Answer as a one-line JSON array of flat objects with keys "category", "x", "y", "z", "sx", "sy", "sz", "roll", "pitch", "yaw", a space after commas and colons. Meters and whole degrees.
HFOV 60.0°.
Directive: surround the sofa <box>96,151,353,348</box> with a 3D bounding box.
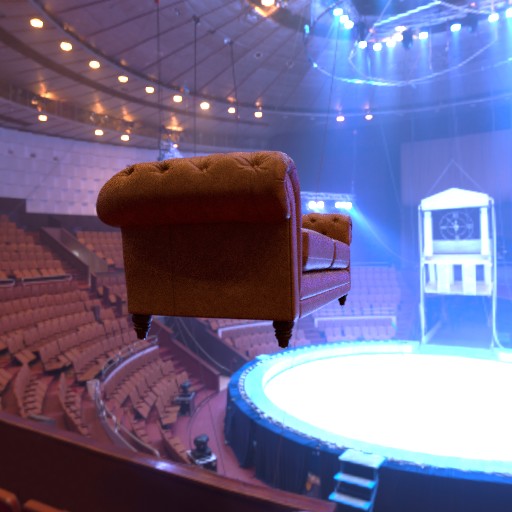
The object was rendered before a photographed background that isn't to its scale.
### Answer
[{"category": "sofa", "x": 0.000, "y": 0.000, "z": 2.762, "sx": 0.989, "sy": 0.760, "sz": 2.365, "roll": 0, "pitch": -1, "yaw": 18}]
